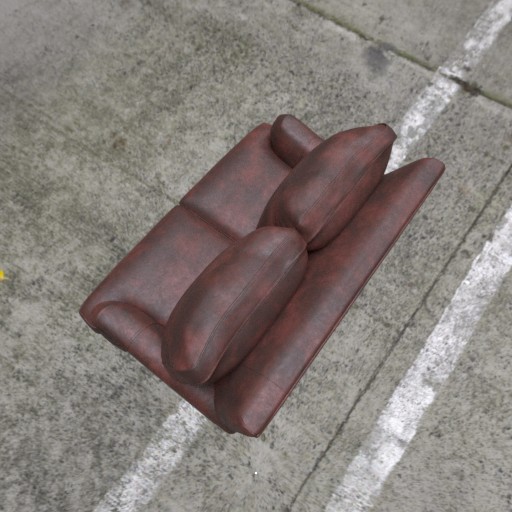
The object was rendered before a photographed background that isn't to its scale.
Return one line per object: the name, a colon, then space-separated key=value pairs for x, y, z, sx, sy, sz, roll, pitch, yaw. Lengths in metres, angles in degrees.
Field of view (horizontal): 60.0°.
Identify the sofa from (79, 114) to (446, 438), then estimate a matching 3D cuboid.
sofa: x=0.000 y=0.000 z=2.376 sx=1.148 sy=1.070 sz=1.628 roll=34 pitch=69 yaw=15
